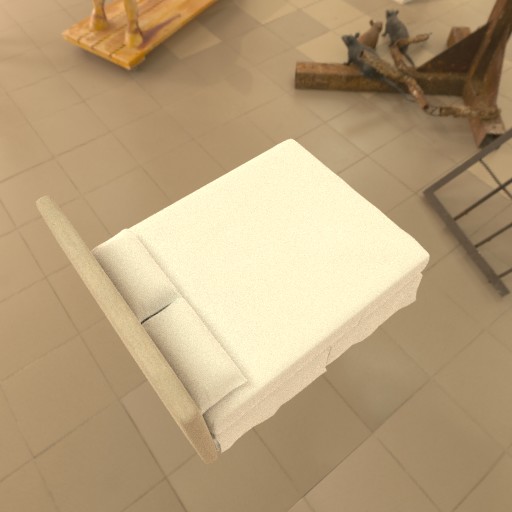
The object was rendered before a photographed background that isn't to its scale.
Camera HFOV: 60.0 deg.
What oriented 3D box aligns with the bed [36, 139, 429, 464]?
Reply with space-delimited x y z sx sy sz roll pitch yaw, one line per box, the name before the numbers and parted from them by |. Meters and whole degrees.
bed | 0.000 0.000 3.213 2.162 1.330 1.713 -33 63 -20
